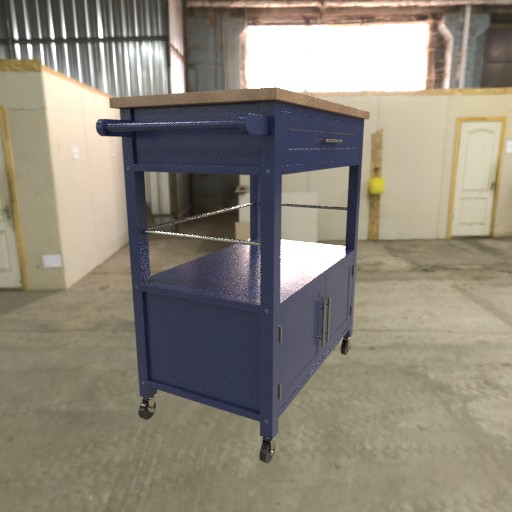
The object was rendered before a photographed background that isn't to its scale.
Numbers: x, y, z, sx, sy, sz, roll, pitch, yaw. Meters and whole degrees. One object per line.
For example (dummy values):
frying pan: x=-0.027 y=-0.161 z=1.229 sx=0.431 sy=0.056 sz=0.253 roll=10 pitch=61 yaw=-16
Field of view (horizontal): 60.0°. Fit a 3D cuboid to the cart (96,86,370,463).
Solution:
cart: x=0.000 y=0.000 z=1.392 sx=0.459 sy=0.901 sz=0.840 roll=7 pitch=16 yaw=27
